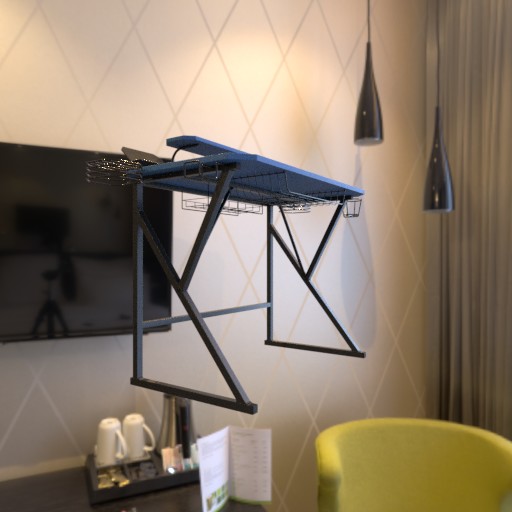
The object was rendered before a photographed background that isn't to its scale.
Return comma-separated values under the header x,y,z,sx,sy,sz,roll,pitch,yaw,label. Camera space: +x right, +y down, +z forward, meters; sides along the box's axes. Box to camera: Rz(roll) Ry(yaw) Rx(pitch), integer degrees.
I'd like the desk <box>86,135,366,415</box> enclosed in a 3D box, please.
x,y,z,sx,sy,sz,roll,pitch,yaw,label
0.000,0.000,1.797,0.594,0.909,1.295,0,0,35,desk
